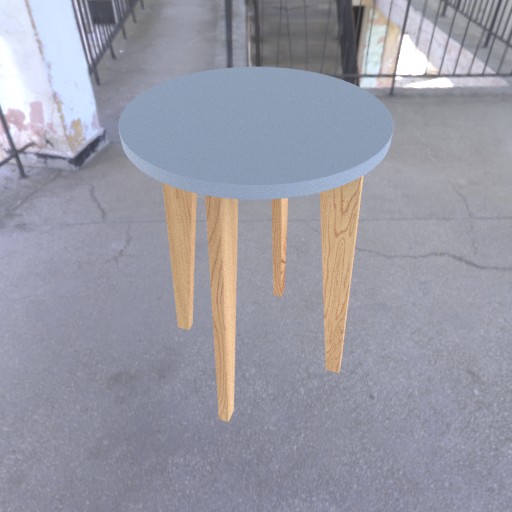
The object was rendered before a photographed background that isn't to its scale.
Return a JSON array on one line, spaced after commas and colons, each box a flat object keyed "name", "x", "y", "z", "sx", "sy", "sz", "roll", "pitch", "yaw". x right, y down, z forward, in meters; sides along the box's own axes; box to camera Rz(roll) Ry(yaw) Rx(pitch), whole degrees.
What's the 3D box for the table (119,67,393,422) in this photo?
[{"name": "table", "x": 0.000, "y": 0.000, "z": 0.744, "sx": 0.350, "sy": 0.500, "sz": 0.350, "roll": 0, "pitch": 41, "yaw": 0}]
